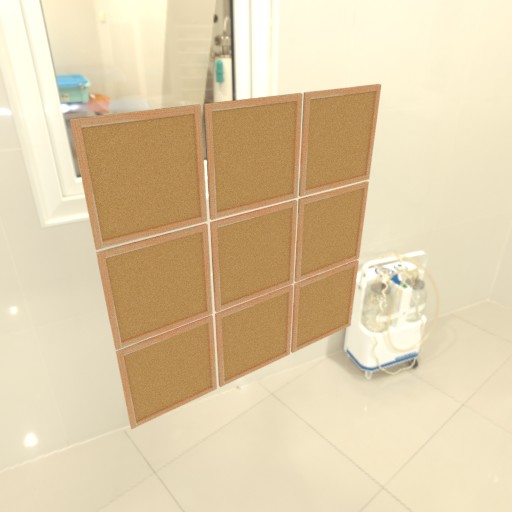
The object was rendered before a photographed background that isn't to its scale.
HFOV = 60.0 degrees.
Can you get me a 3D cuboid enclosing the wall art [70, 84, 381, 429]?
[{"bbox_3d":[0.000,0.000,1.796,1.216,1.220,0.013,-18,33,-29],"label":"wall art"}]
